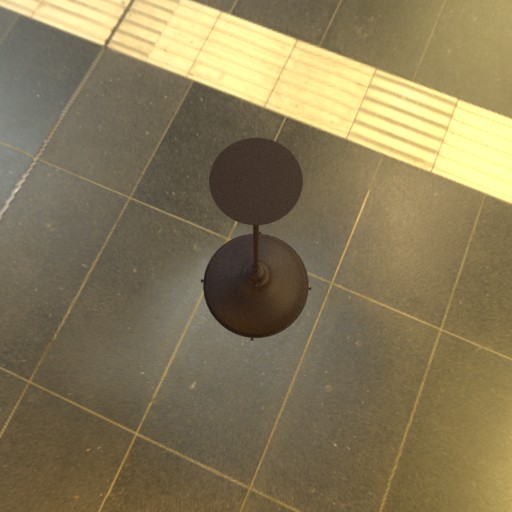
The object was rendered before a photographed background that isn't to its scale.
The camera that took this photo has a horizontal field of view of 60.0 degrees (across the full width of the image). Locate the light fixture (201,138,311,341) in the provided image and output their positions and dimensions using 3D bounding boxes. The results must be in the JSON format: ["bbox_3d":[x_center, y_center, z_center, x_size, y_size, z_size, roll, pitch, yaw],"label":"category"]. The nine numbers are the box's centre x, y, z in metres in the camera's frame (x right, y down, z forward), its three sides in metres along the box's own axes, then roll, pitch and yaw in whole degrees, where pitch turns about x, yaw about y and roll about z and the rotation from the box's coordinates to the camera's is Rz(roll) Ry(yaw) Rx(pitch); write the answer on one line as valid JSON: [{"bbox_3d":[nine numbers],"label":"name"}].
[{"bbox_3d":[0.000,0.000,1.026,0.341,0.849,0.341,4,76,1],"label":"light fixture"}]
